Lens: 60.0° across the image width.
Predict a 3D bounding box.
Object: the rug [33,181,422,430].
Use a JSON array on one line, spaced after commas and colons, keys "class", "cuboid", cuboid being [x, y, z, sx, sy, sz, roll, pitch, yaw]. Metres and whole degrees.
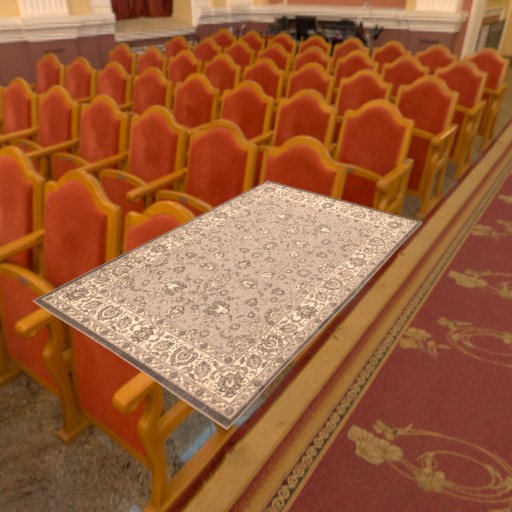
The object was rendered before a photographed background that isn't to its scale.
[{"class": "rug", "cuboid": [0.000, 0.000, 3.102, 1.524, 0.011, 2.438, 21, 37, 31]}]
